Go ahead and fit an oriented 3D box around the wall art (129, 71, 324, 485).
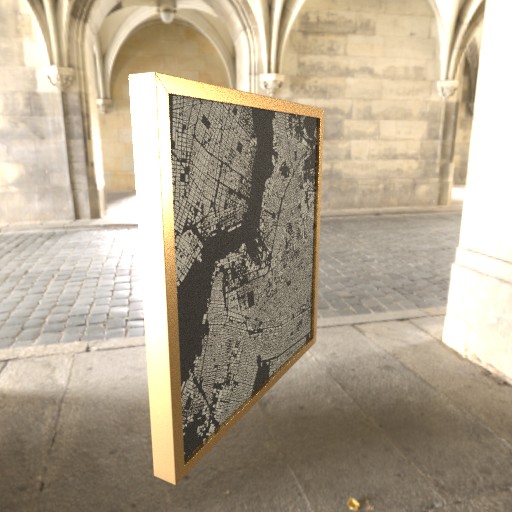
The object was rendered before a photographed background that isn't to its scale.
[{"bbox_3d":[0.000,0.000,0.449,0.023,0.305,0.305,7,15,28],"label":"wall art"}]
